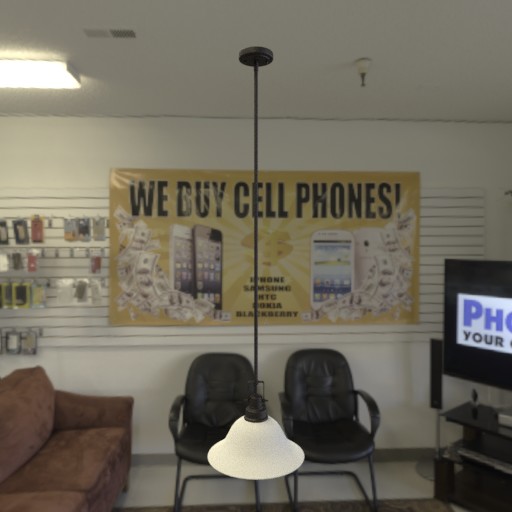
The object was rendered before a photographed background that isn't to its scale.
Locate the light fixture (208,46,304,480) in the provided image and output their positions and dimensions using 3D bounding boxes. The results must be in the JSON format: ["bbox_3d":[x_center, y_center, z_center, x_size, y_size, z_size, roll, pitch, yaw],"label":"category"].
[{"bbox_3d":[0.000,0.000,1.479,0.324,1.337,0.324,0,1,1],"label":"light fixture"}]
